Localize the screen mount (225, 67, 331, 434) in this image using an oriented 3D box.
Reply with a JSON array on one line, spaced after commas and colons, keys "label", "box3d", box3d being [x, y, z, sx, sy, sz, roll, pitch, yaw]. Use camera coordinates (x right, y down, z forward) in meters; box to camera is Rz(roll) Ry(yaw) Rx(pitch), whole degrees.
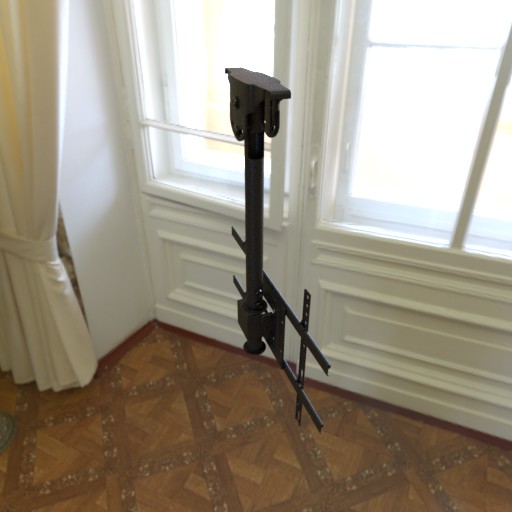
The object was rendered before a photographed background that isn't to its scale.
[{"label": "screen mount", "box3d": [0.000, 0.000, 1.022, 0.090, 0.775, 0.595, -11, 34, -17]}]
